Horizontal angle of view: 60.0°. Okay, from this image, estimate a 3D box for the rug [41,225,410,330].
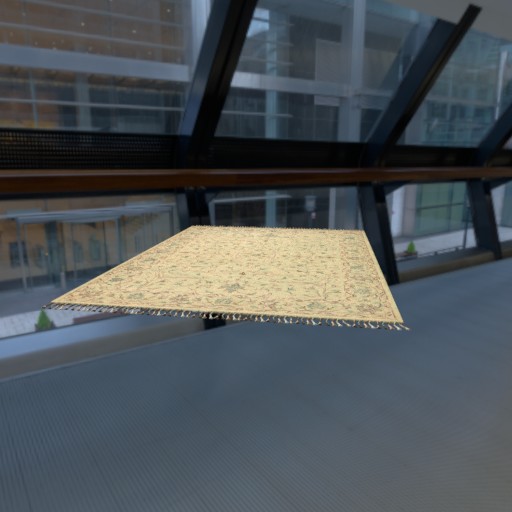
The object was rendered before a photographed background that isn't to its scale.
[{"bbox_3d":[0.000,0.000,2.300,1.247,0.008,1.802,2,13,9],"label":"rug"}]
